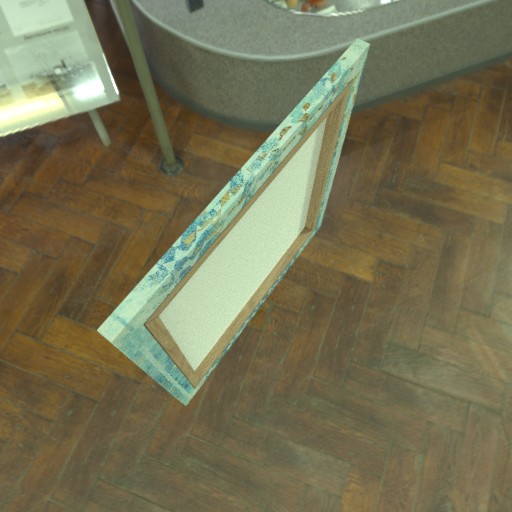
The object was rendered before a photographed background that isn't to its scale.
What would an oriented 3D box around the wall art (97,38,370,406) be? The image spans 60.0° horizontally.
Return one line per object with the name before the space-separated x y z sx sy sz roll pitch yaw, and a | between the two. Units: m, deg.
wall art | 0.000 0.000 1.351 0.040 0.916 0.916 33 69 14
